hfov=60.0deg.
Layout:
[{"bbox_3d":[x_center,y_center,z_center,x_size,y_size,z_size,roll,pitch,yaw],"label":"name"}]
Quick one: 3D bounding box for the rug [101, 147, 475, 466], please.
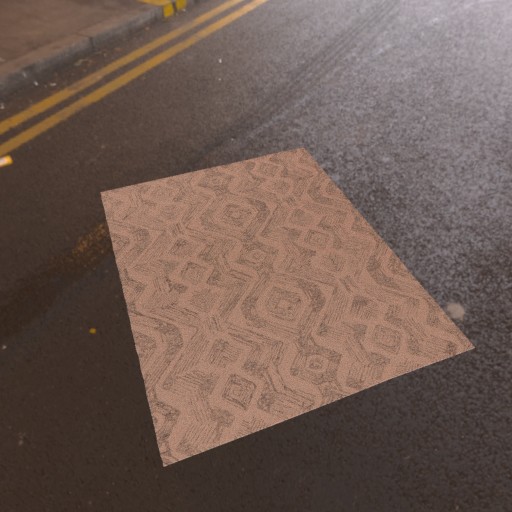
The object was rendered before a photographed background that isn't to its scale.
[{"bbox_3d":[0.000,0.000,4.088,2.430,0.030,3.054,-15,47,-15],"label":"rug"}]
